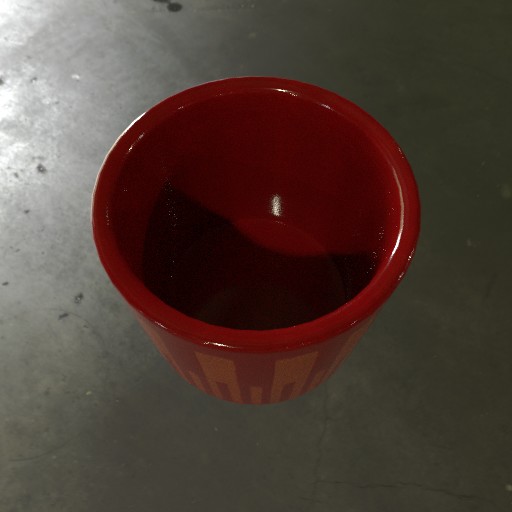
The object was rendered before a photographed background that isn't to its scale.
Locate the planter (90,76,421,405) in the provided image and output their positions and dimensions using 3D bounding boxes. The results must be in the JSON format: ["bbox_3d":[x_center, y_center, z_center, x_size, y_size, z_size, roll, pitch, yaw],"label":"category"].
[{"bbox_3d":[0.000,0.000,0.397,0.230,0.202,0.230,0,63,0],"label":"planter"}]
